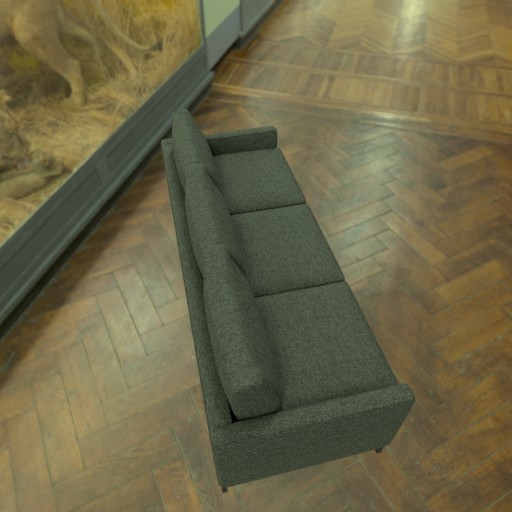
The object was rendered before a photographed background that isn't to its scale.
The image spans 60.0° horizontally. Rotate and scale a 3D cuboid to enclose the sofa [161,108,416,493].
[{"bbox_3d":[0.000,0.000,2.615,0.876,0.879,2.253,-10,47,-9],"label":"sofa"}]
